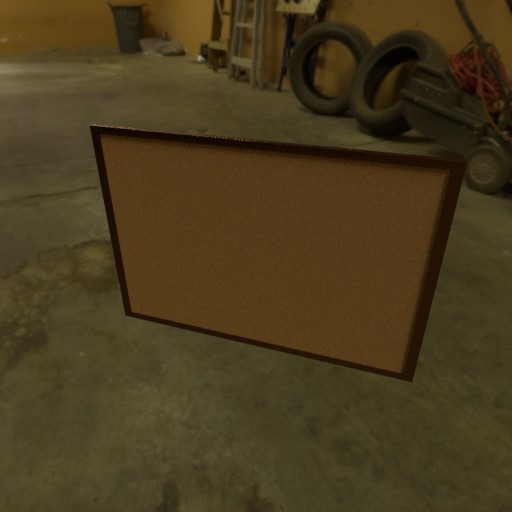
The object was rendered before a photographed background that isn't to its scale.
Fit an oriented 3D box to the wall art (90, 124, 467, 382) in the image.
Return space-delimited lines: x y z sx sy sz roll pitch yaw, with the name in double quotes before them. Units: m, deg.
"wall art" 0.000 0.000 1.067 0.816 0.559 0.014 10 32 16
